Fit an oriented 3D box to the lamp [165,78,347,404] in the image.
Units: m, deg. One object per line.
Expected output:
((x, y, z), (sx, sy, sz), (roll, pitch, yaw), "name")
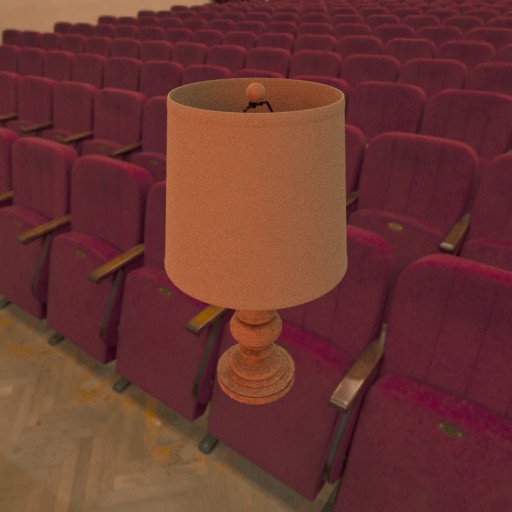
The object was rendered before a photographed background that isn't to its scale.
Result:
((0.000, 0.000, 0.673), (0.273, 0.497, 0.273), (0, 31, 0), "lamp")
